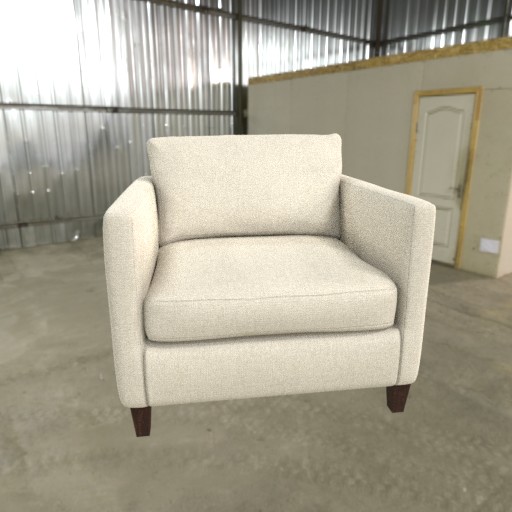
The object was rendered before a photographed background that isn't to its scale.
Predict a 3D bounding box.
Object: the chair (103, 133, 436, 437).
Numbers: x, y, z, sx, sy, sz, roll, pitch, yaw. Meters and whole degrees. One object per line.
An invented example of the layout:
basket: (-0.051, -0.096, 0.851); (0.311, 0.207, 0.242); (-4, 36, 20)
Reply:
chair: (0.000, 0.000, 1.741); (0.996, 0.919, 0.959); (-2, 16, -8)
